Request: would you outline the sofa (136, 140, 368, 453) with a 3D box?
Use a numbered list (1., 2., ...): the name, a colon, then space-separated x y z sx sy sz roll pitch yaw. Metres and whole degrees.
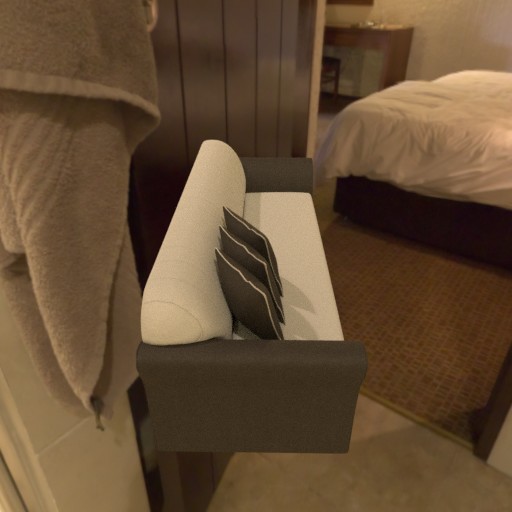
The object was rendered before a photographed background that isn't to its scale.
1. sofa: 0.000 0.000 2.378 0.755 0.787 2.001 0 31 1
